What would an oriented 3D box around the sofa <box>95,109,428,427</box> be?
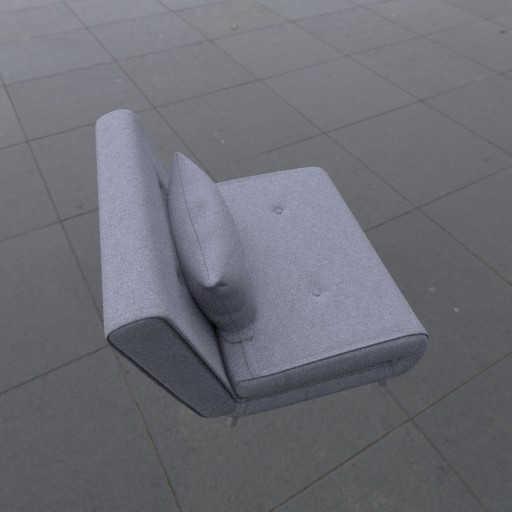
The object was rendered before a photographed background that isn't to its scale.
[{"bbox_3d":[0.000,0.000,1.711,1.000,0.825,1.020,-11,48,-10],"label":"sofa"}]
